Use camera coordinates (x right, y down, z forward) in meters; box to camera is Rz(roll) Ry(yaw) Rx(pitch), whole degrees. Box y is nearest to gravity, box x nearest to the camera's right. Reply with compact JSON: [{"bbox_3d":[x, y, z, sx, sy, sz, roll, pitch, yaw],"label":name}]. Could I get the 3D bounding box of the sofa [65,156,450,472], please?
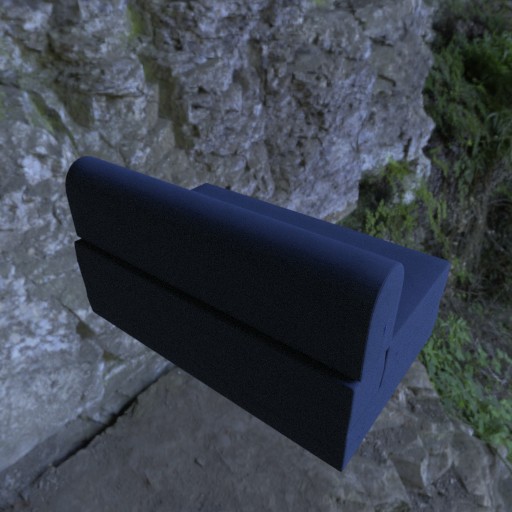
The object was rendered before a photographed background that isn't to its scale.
[{"bbox_3d":[0.000,0.000,1.660,1.219,0.660,0.762,22,38,31],"label":"sofa"}]
